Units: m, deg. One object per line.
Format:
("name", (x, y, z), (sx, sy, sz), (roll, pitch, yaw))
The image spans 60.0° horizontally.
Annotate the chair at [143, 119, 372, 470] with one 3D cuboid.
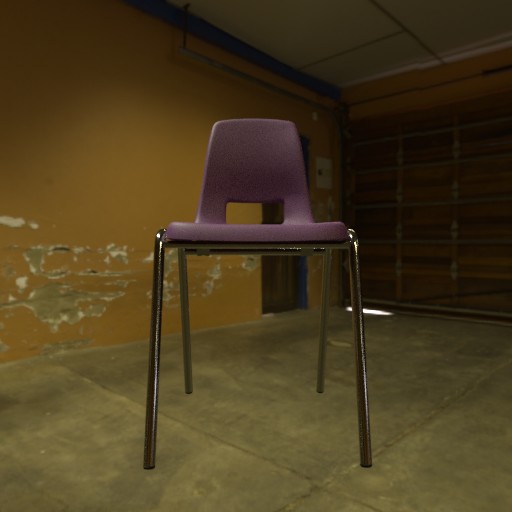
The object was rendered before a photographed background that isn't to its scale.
("chair", (0.000, 0.000, 0.940), (0.381, 0.704, 0.432), (0, 1, -1))
